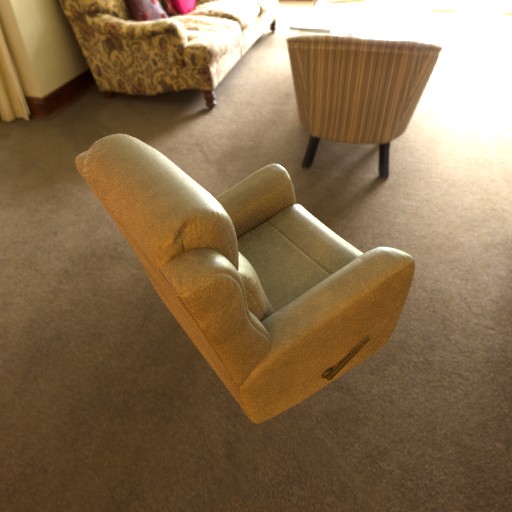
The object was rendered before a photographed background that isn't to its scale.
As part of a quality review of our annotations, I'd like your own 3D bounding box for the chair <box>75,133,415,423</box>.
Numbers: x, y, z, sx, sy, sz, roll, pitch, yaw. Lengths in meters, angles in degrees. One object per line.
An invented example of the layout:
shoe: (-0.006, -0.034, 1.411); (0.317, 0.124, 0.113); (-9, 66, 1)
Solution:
chair: (0.000, 0.000, 1.897); (1.068, 1.116, 0.967); (-25, 47, -25)
